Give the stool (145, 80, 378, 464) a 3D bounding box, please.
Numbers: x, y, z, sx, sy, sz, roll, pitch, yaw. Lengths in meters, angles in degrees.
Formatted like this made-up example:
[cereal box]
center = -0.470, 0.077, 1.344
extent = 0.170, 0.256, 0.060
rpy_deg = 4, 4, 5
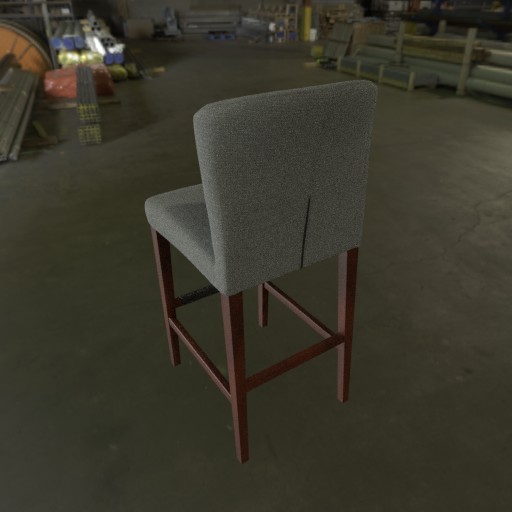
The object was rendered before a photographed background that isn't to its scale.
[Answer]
[stool]
center = 0.000, 0.000, 1.355
extent = 0.486, 1.069, 0.568
rpy_deg = -19, 36, -28
